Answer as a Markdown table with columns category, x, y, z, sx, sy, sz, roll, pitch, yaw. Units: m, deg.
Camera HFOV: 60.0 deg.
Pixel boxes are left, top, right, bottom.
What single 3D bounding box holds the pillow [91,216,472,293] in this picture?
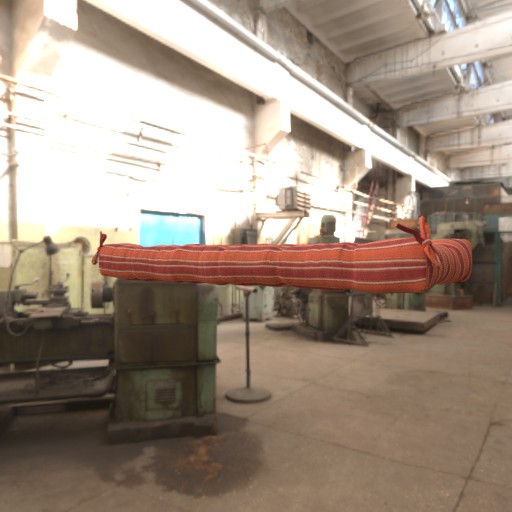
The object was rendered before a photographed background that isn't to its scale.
| category | x | y | z | sx | sy | sz | roll | pitch | yaw |
| --- | --- | --- | --- | --- | --- | --- | --- | --- | --- |
| pillow | 0.000 | 0.000 | 1.368 | 1.194 | 0.174 | 0.511 | 0 | 0 | 37 |
